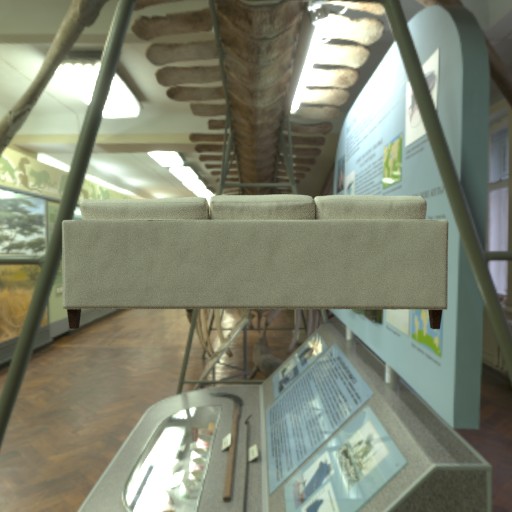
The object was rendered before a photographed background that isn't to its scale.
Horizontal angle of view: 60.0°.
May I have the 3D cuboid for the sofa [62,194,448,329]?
[{"bbox_3d":[0.000,0.000,4.333,2.432,0.863,3.182,0,1,0],"label":"sofa"}]
